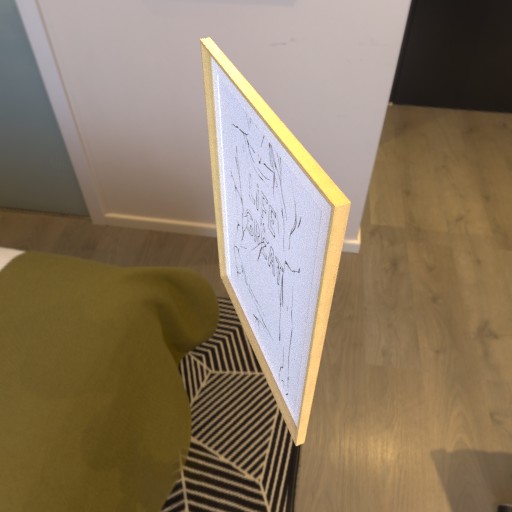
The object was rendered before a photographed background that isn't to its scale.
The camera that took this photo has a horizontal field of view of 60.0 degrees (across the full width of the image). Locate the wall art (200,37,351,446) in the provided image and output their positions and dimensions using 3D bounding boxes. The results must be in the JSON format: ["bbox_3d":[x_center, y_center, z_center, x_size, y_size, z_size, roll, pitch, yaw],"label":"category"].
[{"bbox_3d":[0.000,0.000,1.352,0.030,1.002,0.798,-15,48,-15],"label":"wall art"}]
